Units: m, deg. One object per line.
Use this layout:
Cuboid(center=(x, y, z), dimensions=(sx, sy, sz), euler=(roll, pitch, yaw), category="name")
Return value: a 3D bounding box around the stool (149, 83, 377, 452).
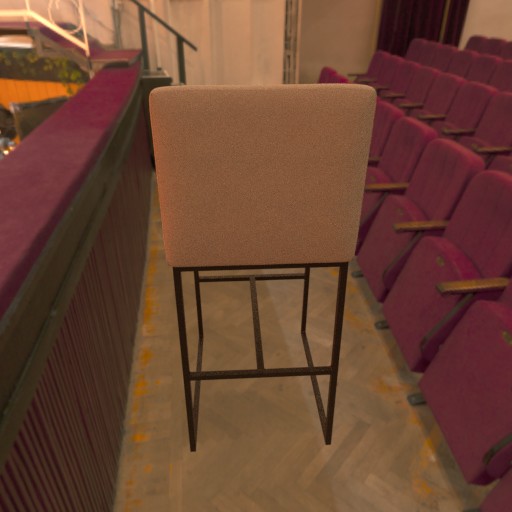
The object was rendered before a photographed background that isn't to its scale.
Cuboid(center=(0.000, 0.000, 1.342), dimensions=(0.464, 1.061, 0.573), euler=(-2, 30, -3), category="stool")
